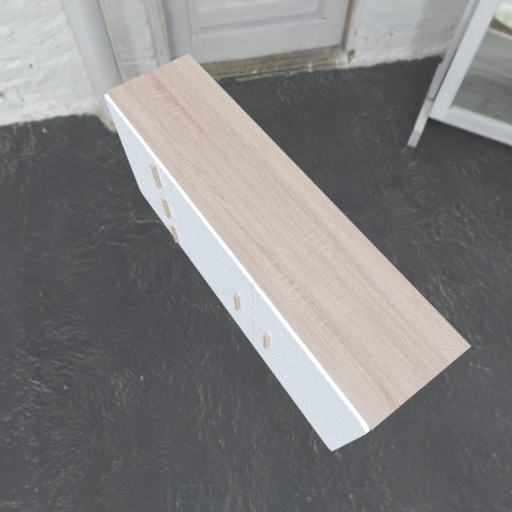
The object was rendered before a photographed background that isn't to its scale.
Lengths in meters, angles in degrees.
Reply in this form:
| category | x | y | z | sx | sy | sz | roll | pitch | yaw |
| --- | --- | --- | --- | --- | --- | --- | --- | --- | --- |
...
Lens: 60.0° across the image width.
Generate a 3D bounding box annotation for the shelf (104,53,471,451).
| category | x | y | z | sx | sy | sz | roll | pitch | yaw |
| --- | --- | --- | --- | --- | --- | --- | --- | --- | --- |
| shelf | 0.000 | 0.000 | 1.801 | 0.400 | 0.780 | 1.490 | -32 | 67 | -16 |
